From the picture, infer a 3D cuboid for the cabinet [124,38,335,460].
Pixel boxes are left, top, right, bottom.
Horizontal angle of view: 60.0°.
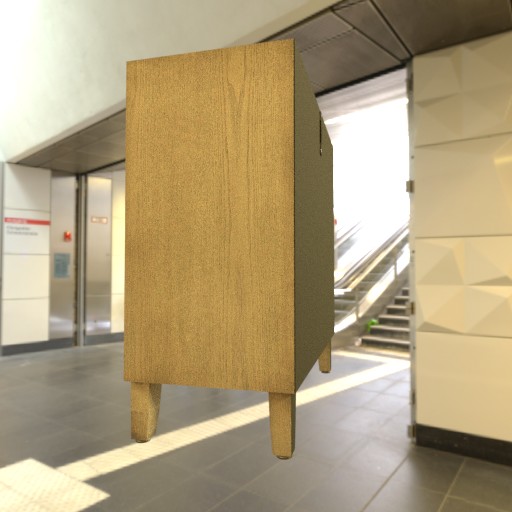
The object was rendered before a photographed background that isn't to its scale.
[{"bbox_3d":[0.000,0.000,1.239,0.370,0.787,0.781,0,-2,15],"label":"cabinet"}]
